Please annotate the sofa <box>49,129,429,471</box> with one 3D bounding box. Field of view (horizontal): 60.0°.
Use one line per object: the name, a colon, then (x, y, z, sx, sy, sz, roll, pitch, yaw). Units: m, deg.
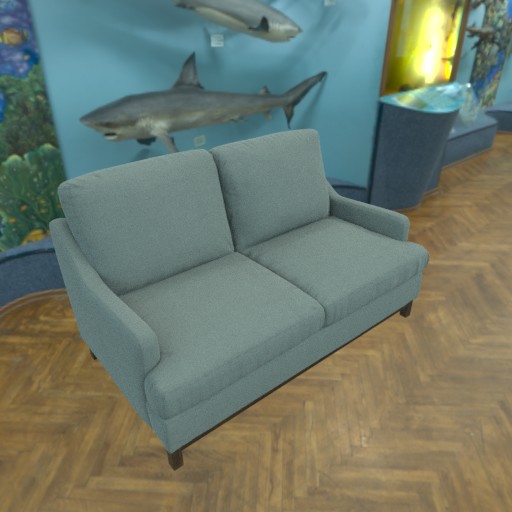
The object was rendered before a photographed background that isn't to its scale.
sofa: (0.000, 0.000, 2.161, 1.589, 0.921, 0.987, -22, 36, -33)
